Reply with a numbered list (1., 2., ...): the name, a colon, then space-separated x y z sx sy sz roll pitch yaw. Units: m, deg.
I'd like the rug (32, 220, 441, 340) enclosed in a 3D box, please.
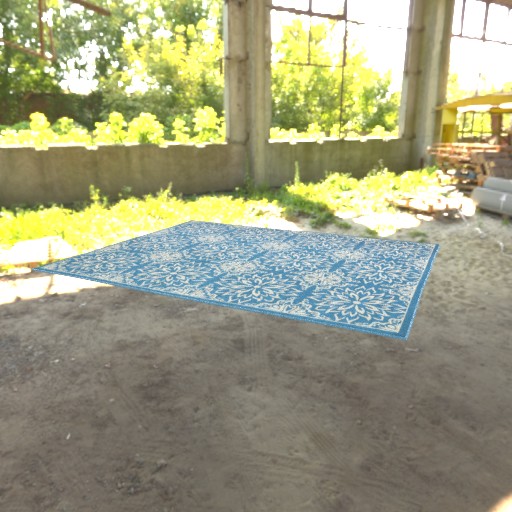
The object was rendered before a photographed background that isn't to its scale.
1. rug: 0.000 0.000 4.032 2.964 0.018 2.350 7 17 25
